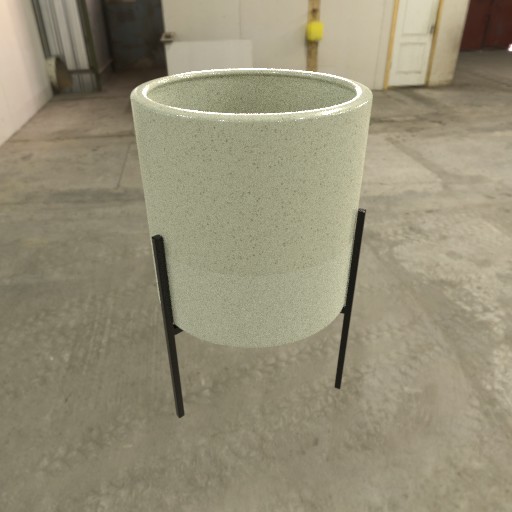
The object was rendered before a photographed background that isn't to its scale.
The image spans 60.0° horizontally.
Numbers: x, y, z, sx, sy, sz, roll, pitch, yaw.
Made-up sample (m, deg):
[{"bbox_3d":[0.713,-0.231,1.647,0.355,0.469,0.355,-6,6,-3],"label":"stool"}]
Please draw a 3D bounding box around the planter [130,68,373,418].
[{"bbox_3d":[0.000,0.000,0.539,0.243,0.390,0.234,10,33,16],"label":"planter"}]
